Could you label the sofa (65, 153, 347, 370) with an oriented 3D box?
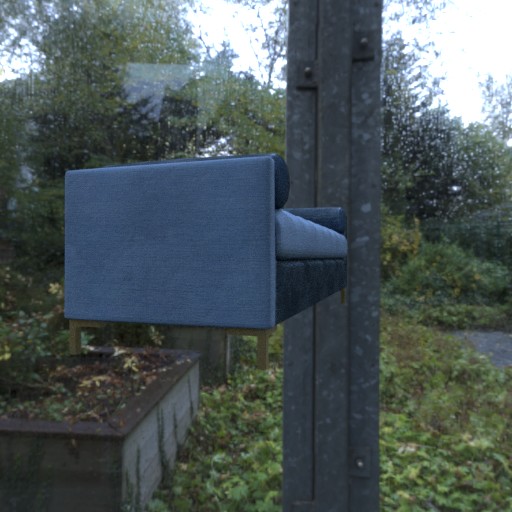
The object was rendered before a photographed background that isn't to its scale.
[{"bbox_3d":[0.000,0.000,2.445,0.796,0.705,2.102,0,0,18],"label":"sofa"}]
